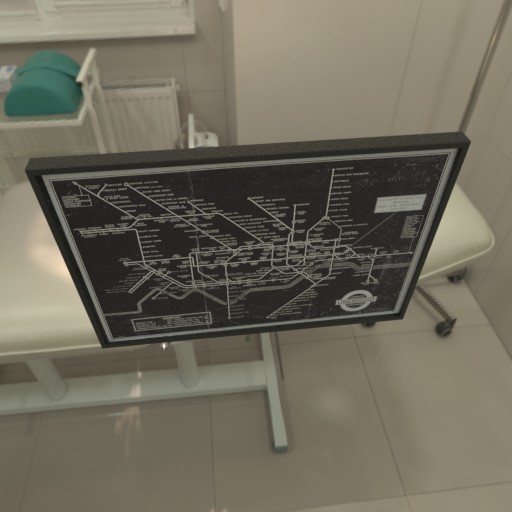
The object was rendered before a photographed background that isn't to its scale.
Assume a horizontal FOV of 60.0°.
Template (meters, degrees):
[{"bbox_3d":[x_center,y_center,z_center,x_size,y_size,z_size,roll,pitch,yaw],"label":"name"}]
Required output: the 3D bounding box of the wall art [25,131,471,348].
[{"bbox_3d":[0.000,0.000,0.551,0.443,0.301,0.021,-5,45,-5],"label":"wall art"}]
